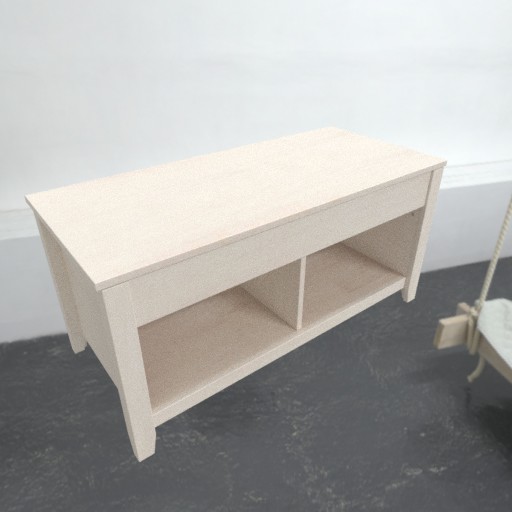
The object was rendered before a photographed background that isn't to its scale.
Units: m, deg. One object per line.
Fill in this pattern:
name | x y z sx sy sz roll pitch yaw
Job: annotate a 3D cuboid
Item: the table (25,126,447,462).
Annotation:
table | 0.000 0.000 1.270 1.016 0.483 0.457 -21 37 -31
